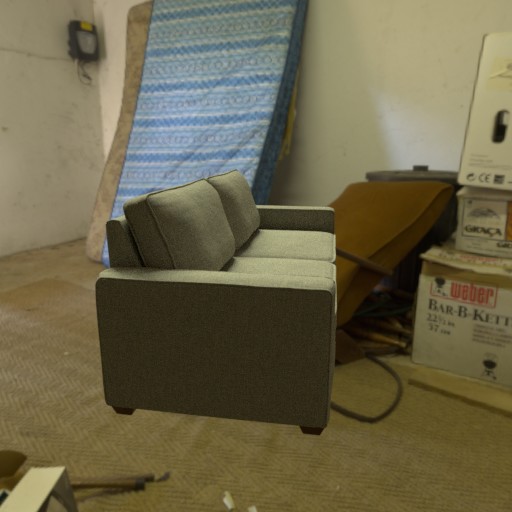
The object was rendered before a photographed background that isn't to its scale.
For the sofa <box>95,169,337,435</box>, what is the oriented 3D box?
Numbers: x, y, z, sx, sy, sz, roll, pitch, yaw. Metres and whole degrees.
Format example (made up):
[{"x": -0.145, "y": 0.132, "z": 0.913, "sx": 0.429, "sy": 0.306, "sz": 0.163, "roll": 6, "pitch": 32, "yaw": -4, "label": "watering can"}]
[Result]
[{"x": 0.000, "y": 0.000, "z": 2.639, "sx": 0.945, "sy": 0.918, "sz": 2.078, "roll": 2, "pitch": 15, "yaw": 9, "label": "sofa"}]
